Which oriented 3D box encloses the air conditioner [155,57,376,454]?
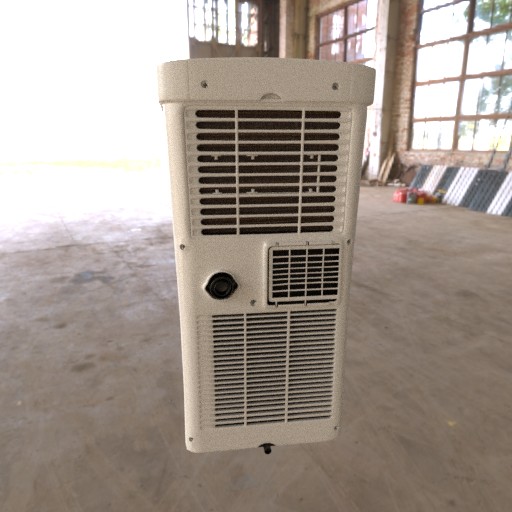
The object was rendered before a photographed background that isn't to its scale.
[{"bbox_3d":[0.000,0.000,0.929,0.352,0.716,0.369,-2,15,-7],"label":"air conditioner"}]
